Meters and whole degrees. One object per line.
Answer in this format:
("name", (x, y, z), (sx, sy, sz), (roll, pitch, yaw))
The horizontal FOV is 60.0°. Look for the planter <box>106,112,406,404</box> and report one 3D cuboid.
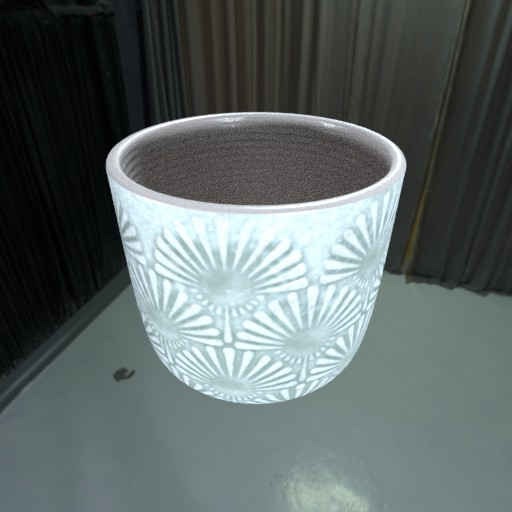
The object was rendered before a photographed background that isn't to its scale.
("planter", (0.000, 0.000, 0.218), (0.124, 0.109, 0.124), (0, 32, 0))
